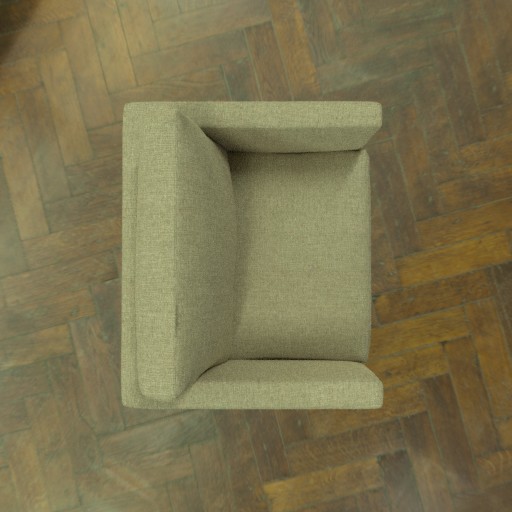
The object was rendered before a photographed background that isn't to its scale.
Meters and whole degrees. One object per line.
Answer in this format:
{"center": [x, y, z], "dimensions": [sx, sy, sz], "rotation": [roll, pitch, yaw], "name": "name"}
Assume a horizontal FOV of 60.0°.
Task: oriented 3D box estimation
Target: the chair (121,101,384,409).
{"center": [0.000, 0.000, 1.841], "dimensions": [0.959, 0.987, 1.107], "rotation": [0, 89, 1], "name": "chair"}
